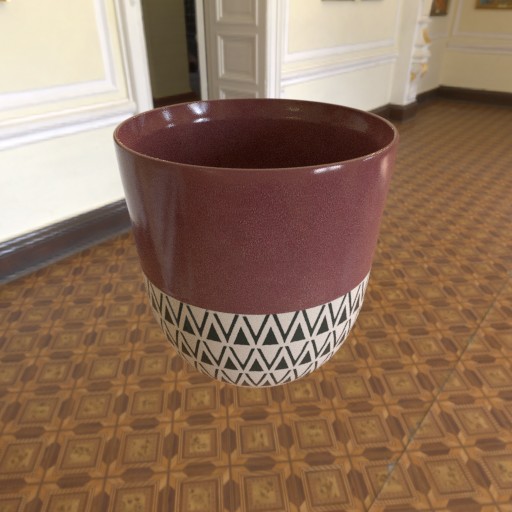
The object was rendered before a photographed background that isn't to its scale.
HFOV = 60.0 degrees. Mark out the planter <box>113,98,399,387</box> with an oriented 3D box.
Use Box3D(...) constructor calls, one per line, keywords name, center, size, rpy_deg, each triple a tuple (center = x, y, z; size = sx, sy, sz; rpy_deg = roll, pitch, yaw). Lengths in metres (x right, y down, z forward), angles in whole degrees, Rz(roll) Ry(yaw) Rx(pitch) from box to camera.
Box3D(name="planter", center=(0.000, 0.000, 0.366), size=(0.195, 0.214, 0.195), rpy_deg=(0, 30, 0))
